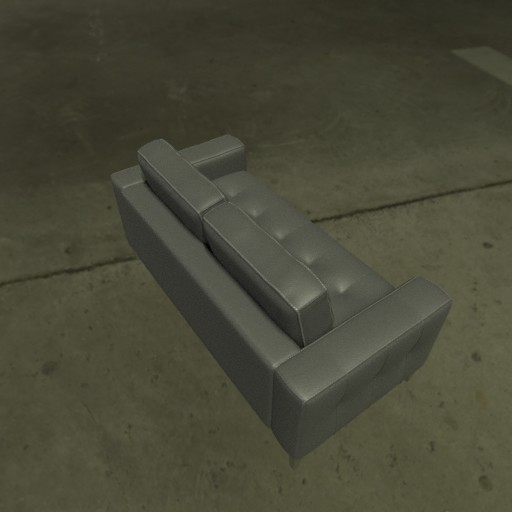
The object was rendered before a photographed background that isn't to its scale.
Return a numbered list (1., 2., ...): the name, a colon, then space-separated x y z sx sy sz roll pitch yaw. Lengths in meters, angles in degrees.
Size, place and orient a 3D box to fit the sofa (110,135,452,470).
1. sofa: 0.000 0.000 2.274 0.833 0.892 1.726 -26 50 -25
